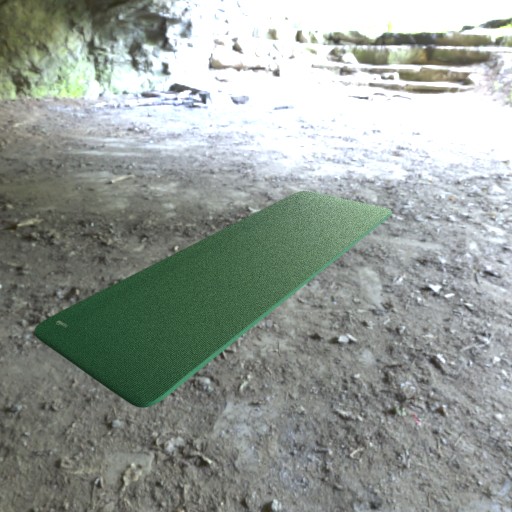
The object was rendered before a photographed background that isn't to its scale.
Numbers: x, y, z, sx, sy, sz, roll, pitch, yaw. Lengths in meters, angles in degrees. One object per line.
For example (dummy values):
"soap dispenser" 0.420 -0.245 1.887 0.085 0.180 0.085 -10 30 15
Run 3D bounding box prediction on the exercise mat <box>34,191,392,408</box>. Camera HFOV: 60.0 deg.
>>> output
"exercise mat" 0.000 0.000 2.053 0.616 0.021 1.869 19 33 32
